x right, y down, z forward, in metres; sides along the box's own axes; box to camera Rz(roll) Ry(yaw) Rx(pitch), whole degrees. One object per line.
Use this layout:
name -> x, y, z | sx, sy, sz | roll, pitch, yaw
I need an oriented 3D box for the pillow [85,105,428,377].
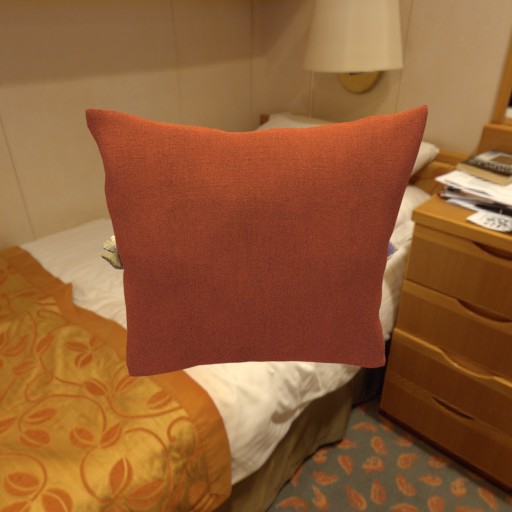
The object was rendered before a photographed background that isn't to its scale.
pillow -> 0.000, 0.000, 0.731 | 0.490, 0.482, 0.165 | -1, 30, -3
